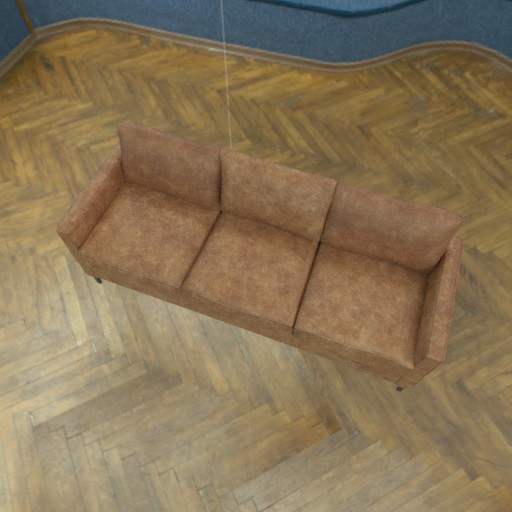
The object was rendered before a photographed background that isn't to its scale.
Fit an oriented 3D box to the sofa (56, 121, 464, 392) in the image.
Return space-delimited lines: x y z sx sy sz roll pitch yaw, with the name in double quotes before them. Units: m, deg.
"sofa" 0.000 0.000 2.428 2.029 0.863 0.748 18 61 10
